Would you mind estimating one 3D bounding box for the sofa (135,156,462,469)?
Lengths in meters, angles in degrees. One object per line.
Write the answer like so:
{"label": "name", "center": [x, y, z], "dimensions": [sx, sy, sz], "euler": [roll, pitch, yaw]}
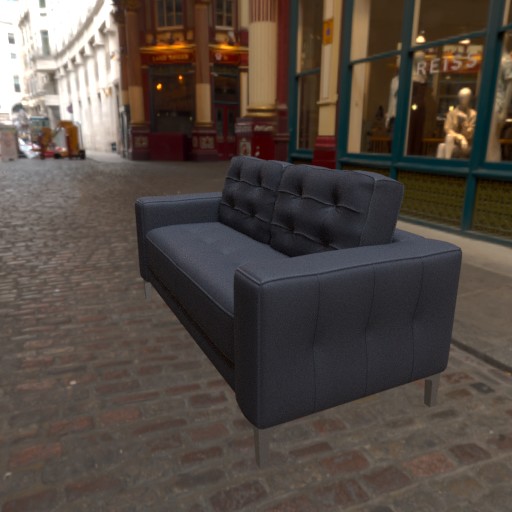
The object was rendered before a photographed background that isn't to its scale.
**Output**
{"label": "sofa", "center": [0.000, 0.000, 2.165], "dimensions": [0.833, 0.893, 1.726], "euler": [-8, 18, -25]}
